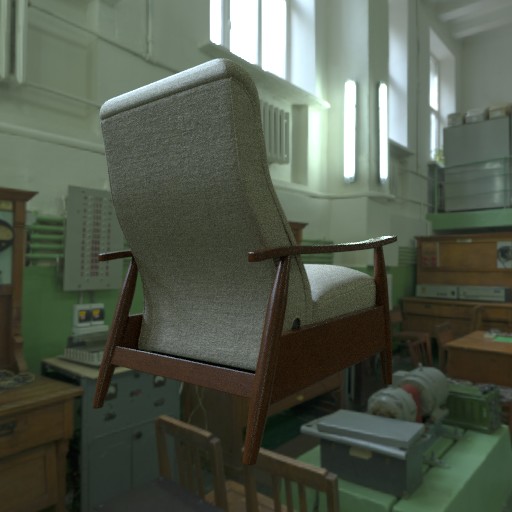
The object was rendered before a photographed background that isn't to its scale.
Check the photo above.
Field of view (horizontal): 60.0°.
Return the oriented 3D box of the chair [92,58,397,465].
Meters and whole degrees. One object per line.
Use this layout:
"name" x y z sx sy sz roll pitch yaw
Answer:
"chair" 0.000 0.000 1.744 0.762 1.082 1.014 0 -1 38
